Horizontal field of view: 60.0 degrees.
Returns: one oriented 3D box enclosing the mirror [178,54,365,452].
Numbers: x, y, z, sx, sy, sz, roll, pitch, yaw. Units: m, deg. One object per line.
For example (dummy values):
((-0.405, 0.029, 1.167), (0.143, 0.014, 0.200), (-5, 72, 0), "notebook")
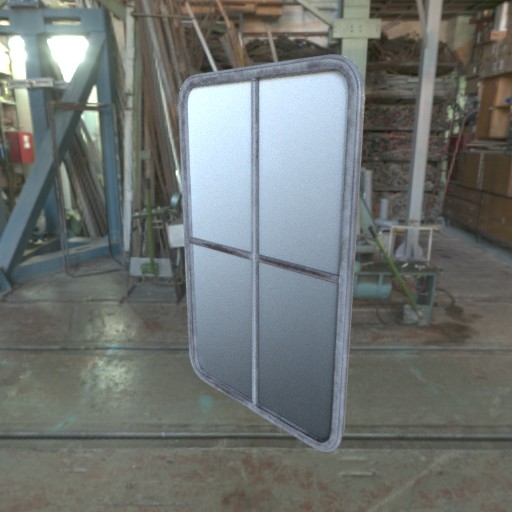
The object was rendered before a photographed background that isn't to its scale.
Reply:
((0.000, 0.000, 0.897), (0.461, 0.713, 0.024), (15, 21, 43), "mirror")
